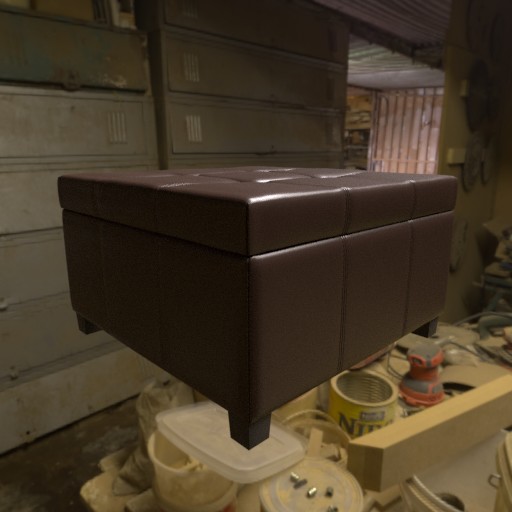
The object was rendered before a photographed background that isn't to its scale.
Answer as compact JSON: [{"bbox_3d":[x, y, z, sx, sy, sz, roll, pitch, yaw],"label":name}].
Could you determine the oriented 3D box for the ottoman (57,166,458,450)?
[{"bbox_3d":[0.000,0.000,1.249,0.788,0.460,0.787,-13,19,-42],"label":"ottoman"}]
